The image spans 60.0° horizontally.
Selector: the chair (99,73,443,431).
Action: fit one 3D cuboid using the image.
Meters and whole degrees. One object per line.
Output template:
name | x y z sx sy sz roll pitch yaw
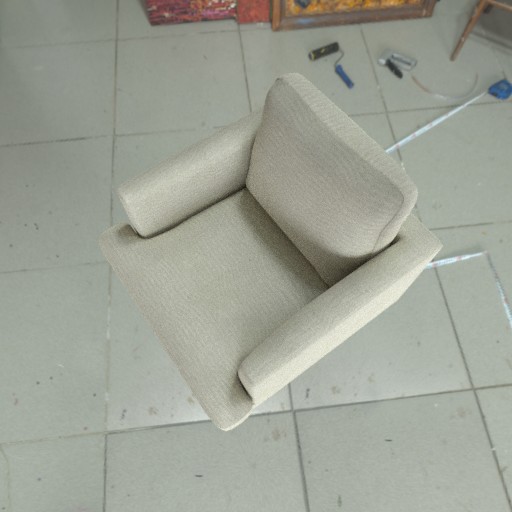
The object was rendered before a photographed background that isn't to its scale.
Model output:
chair | 0.000 0.000 1.627 0.899 0.957 0.858 -33 69 -15
